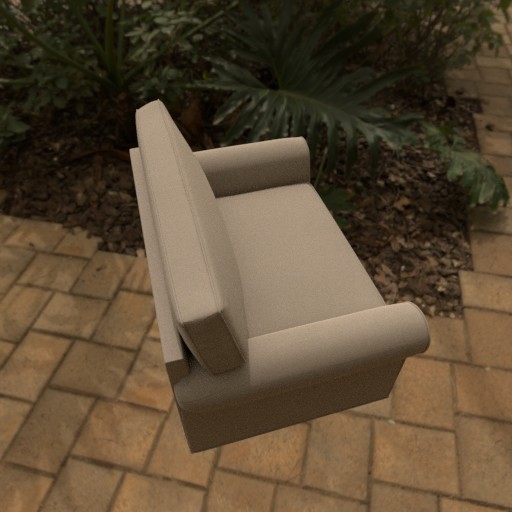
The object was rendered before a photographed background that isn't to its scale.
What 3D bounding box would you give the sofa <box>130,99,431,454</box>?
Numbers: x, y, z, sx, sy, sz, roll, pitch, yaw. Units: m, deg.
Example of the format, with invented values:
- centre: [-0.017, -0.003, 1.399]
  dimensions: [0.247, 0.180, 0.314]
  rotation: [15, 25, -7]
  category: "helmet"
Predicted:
- centre: [0.000, 0.000, 2.041]
  dimensions: [0.937, 1.006, 1.405]
  rotation: [-12, 47, -11]
  category: "sofa"
